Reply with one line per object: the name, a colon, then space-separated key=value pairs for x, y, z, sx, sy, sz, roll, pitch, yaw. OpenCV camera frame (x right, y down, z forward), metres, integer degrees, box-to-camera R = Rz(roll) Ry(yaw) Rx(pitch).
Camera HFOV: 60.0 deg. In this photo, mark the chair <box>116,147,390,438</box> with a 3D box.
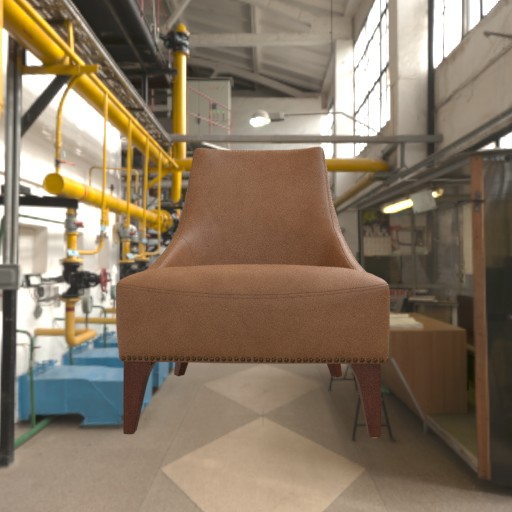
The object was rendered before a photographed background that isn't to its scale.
chair: x=0.000 y=0.000 z=1.502 sx=0.701 sy=0.909 sz=0.861 roll=0 pitch=0 yaw=2
